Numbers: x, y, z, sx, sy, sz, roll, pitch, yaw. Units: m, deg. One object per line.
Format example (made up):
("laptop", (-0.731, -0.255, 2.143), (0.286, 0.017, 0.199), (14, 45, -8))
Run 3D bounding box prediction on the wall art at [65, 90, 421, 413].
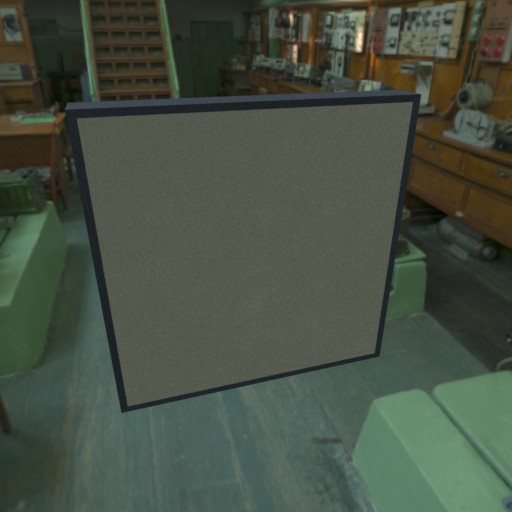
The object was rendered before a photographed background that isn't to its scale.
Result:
("wall art", (0.000, 0.000, 0.444), (0.302, 0.300, 0.036), (-8, 28, -15))
